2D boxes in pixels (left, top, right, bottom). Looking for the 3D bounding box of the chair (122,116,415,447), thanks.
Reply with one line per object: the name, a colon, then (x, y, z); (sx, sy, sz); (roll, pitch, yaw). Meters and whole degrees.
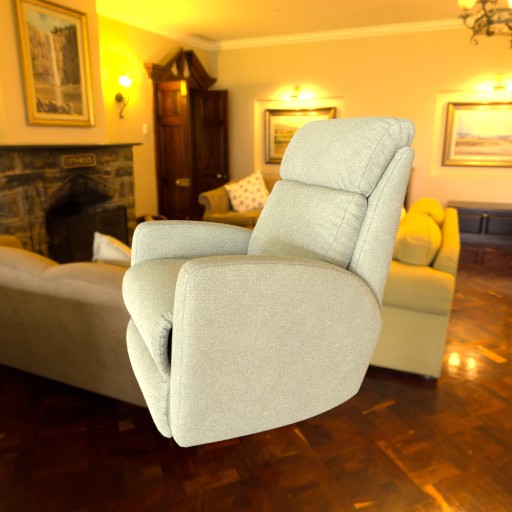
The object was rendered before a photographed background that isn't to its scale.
chair: (0.000, 0.000, 1.687); (0.941, 1.015, 0.812); (-7, 16, -24)
